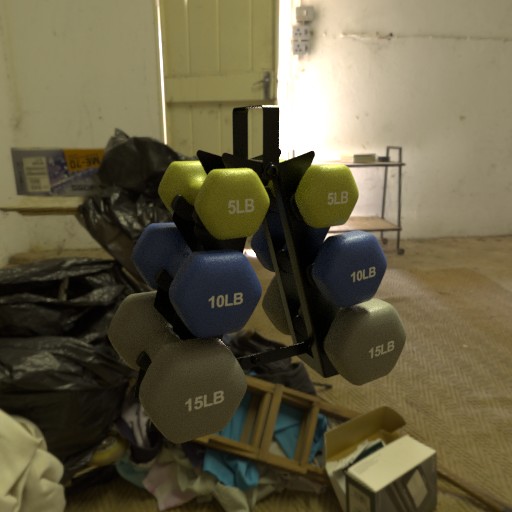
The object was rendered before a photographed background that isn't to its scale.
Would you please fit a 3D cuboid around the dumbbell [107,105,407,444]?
[{"bbox_3d":[0.000,0.000,0.666,0.416,0.426,0.261,-8,18,-27],"label":"dumbbell"}]
